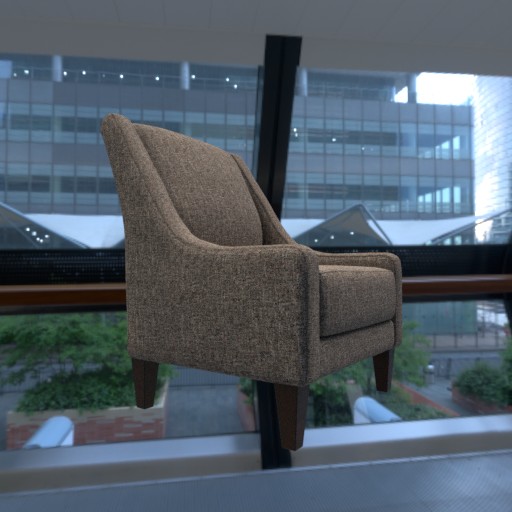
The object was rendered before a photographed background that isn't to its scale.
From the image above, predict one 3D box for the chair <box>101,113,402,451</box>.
[{"bbox_3d":[0.000,0.000,1.631,0.870,1.014,0.774,-1,-2,36],"label":"chair"}]
